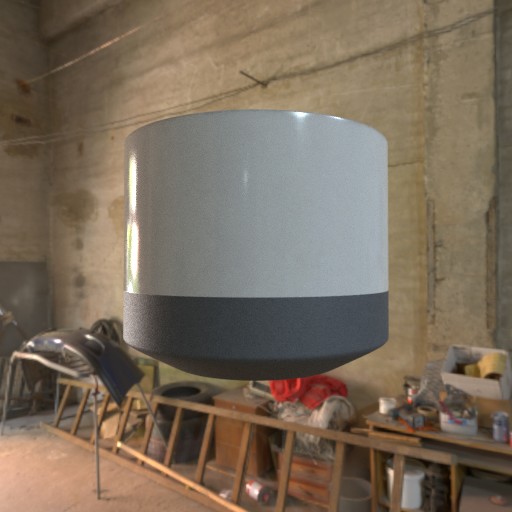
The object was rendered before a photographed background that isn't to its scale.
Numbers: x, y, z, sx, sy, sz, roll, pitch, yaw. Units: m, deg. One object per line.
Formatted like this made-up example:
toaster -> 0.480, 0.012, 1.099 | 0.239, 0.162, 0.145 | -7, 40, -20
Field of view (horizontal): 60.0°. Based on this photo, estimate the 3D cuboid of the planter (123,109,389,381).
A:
planter -> 0.000, 0.000, 0.224 | 0.128, 0.105, 0.128 | 0, -1, 0
